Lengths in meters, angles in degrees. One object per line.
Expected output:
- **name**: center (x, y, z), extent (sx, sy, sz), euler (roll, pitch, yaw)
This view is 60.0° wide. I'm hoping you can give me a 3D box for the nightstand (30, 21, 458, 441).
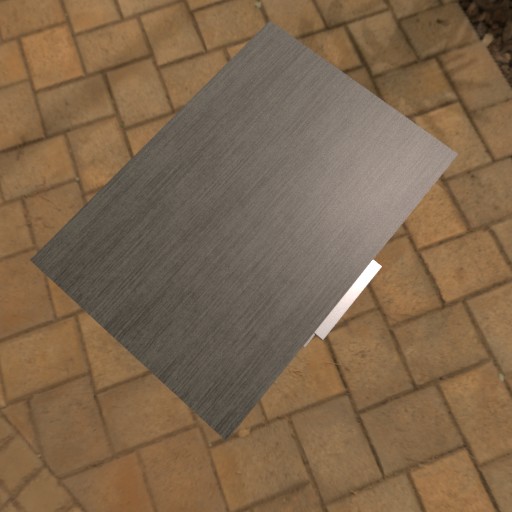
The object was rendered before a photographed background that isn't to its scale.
- **nightstand**: center (0.000, 0.000, 0.761), extent (0.325, 0.460, 0.441), euler (39, 79, 9)
